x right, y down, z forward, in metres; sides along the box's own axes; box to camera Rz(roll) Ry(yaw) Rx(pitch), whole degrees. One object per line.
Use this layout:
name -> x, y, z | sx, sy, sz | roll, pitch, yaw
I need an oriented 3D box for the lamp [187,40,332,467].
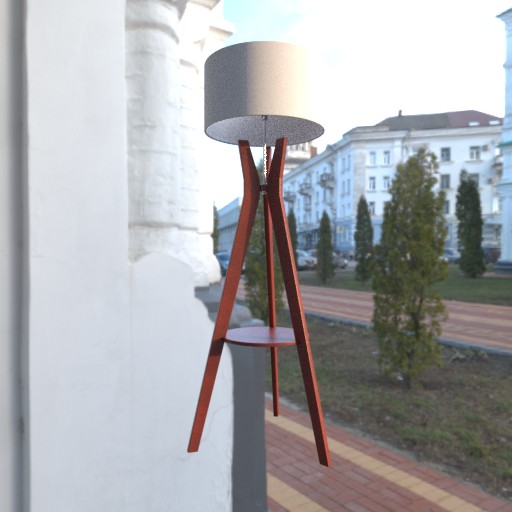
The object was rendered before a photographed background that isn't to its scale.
lamp -> 0.000, 0.000, 1.740 | 0.542, 1.472, 0.539 | 0, 1, -18
